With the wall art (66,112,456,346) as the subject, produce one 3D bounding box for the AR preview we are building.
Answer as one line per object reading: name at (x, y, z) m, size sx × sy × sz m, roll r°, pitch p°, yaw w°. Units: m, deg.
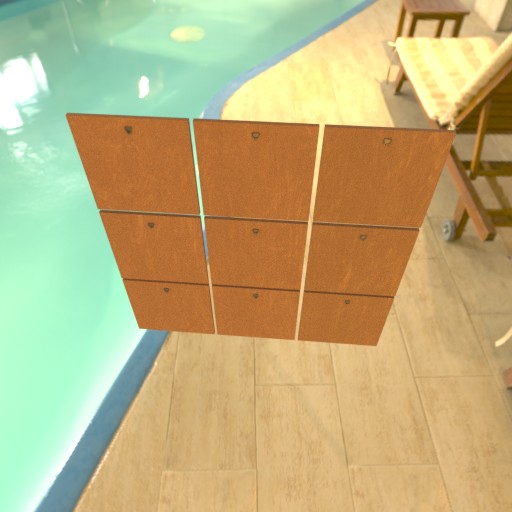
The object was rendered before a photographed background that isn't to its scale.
wall art at (0.000, 0.000, 1.370) m, size 0.915 × 0.913 × 0.018 m, roll 4°, pitch 47°, yaw 3°
